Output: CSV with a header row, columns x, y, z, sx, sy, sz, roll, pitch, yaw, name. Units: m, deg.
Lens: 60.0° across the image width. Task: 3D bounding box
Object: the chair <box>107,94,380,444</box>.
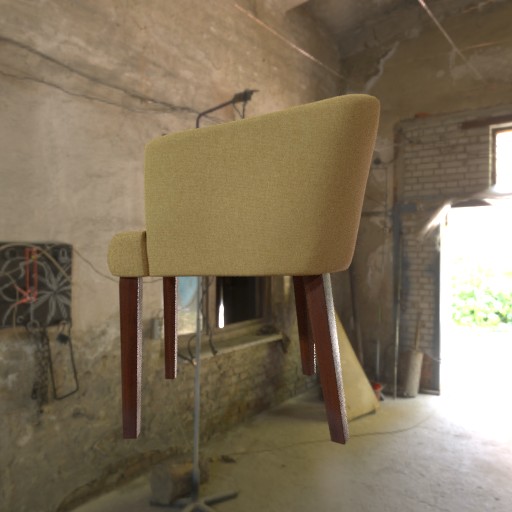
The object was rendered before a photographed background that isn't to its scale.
x,y,z,sx,sy,sz,roll,pitch,yaw,name
0.000,0.000,1.226,0.655,0.811,0.583,0,1,0,chair
